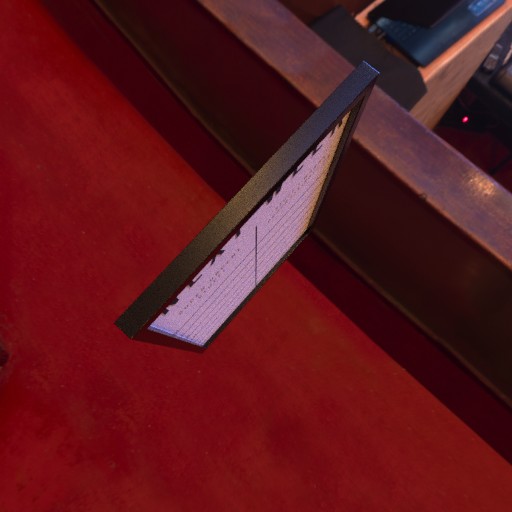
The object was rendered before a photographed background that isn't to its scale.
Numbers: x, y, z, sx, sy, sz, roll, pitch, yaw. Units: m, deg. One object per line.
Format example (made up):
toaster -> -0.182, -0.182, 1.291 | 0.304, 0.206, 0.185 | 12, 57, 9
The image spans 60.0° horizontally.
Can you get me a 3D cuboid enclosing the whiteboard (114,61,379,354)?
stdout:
whiteboard -> 0.000, 0.000, 0.776 | 0.026, 0.611, 0.406 | 41, 80, 9
